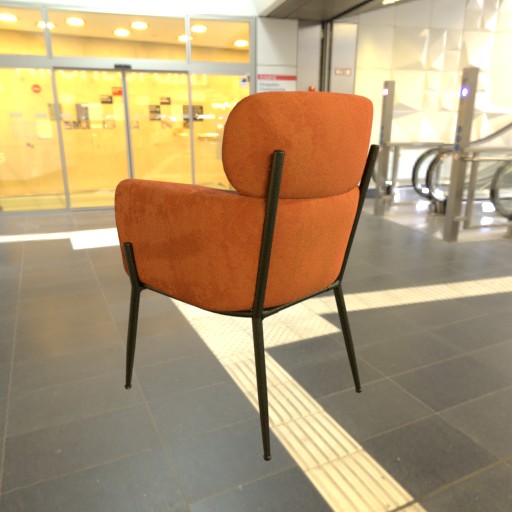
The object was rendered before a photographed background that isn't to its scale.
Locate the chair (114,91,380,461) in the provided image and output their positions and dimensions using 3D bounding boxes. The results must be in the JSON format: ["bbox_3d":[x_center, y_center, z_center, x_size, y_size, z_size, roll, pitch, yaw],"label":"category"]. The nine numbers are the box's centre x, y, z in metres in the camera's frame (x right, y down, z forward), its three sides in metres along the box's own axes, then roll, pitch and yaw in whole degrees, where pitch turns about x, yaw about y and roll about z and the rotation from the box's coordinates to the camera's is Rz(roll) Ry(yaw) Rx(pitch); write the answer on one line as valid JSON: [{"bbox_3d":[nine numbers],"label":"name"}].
[{"bbox_3d":[0.000,0.000,1.145,0.561,0.772,0.523,-16,23,-43],"label":"chair"}]
